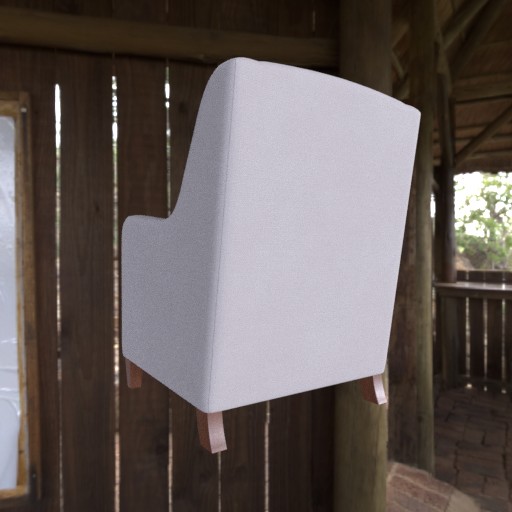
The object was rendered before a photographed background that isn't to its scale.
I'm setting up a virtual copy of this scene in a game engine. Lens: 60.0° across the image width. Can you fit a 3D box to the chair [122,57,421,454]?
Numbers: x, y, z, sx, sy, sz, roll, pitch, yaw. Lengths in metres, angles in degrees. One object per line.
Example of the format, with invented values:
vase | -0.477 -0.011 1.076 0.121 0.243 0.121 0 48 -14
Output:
chair | 0.000 0.000 1.578 0.715 1.010 0.863 0 1 -34
